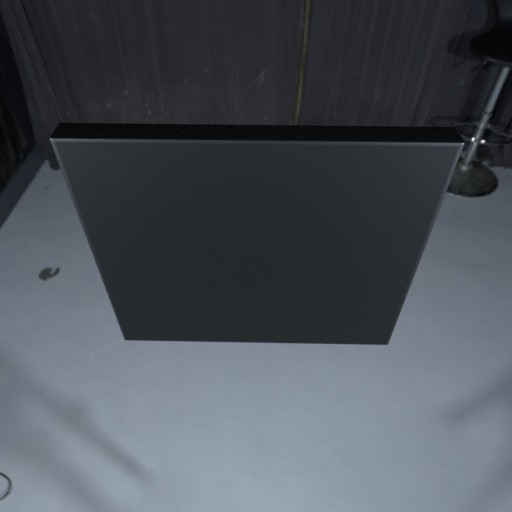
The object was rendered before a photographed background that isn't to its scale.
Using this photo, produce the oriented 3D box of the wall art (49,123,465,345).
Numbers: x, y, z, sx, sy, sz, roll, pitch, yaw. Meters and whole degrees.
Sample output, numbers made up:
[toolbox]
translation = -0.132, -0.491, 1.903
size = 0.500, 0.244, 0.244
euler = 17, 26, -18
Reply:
[wall art]
translation = 0.000, 0.000, 0.532
size = 0.380, 0.330, 0.028
euler = 1, 46, 1
